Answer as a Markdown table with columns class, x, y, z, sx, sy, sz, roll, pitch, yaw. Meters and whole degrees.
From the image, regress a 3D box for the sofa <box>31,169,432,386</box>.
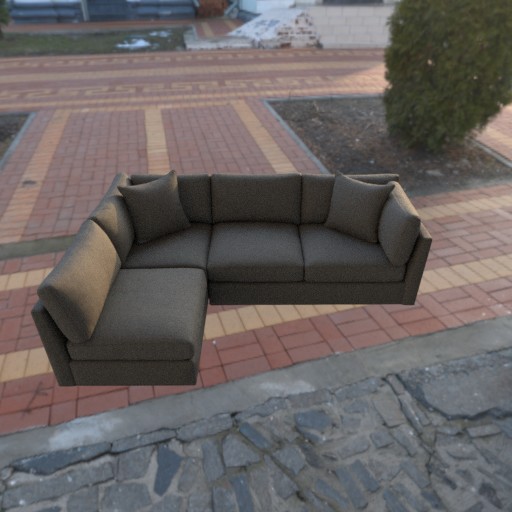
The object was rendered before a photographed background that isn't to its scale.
| class | x | y | z | sx | sy | sz | roll | pitch | yaw |
| --- | --- | --- | --- | --- | --- | --- | --- | --- | --- |
| sofa | 0.000 | 0.000 | 3.755 | 2.896 | 0.978 | 1.994 | 0 | 32 | 0 |
